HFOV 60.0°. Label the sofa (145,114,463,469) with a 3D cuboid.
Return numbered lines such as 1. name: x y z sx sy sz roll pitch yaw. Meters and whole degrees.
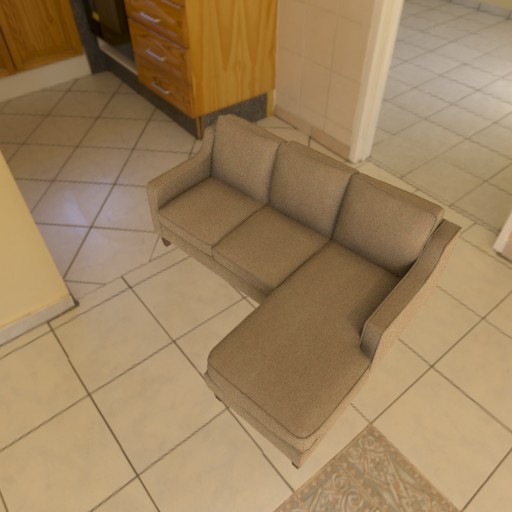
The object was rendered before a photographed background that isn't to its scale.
1. sofa: 0.000 0.000 3.379 2.317 1.081 1.858 32 54 27
